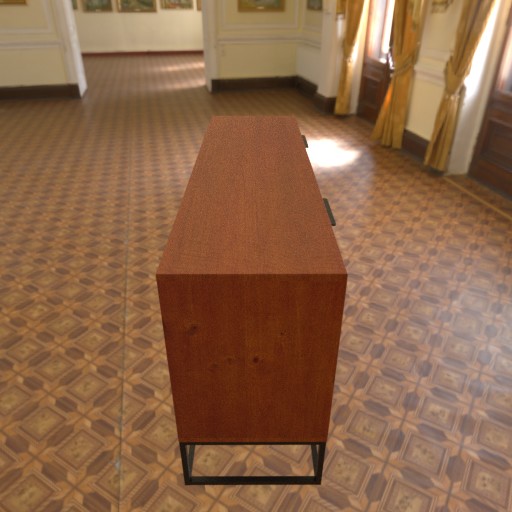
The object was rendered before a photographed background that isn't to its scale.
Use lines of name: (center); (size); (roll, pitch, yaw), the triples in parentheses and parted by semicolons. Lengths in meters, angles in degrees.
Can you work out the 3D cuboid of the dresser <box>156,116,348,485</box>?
dresser: (0.000, 0.000, 1.880); (0.464, 0.810, 1.536); (0, 31, 0)
